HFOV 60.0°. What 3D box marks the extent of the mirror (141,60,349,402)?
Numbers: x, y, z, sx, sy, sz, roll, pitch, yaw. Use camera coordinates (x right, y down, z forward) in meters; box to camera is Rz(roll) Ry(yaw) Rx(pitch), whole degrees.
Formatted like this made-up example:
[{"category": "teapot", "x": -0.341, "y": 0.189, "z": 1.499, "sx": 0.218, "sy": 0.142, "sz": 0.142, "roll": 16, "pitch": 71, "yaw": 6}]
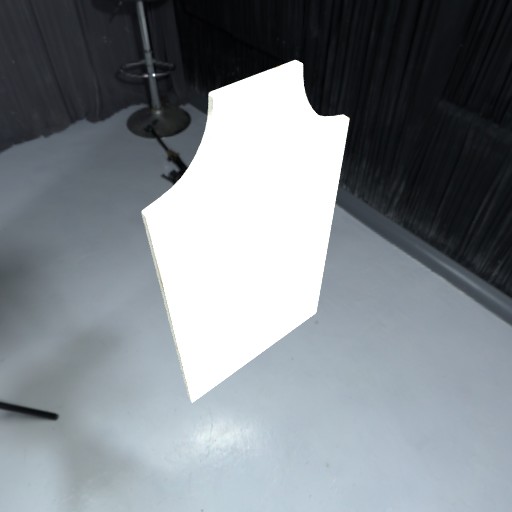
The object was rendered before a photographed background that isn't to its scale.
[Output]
[{"category": "mirror", "x": 0.000, "y": 0.000, "z": 0.861, "sx": 0.403, "sy": 0.717, "sz": 0.022, "roll": -31, "pitch": 55, "yaw": -25}]
